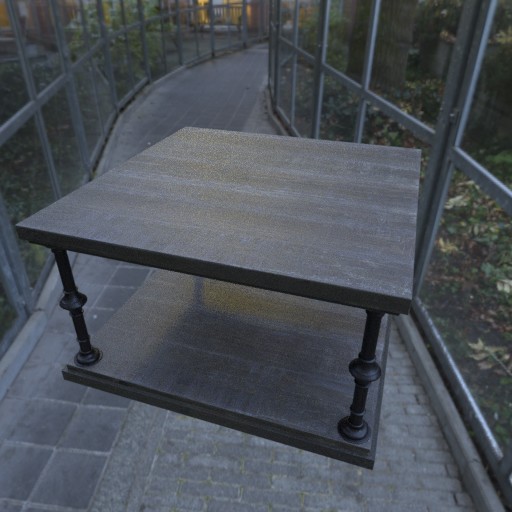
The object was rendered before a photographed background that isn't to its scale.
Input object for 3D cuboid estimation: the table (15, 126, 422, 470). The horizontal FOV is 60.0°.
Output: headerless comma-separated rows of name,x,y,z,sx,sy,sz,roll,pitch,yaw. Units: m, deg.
table,0.000,0.000,1.101,0.696,0.400,0.696,10,33,16
